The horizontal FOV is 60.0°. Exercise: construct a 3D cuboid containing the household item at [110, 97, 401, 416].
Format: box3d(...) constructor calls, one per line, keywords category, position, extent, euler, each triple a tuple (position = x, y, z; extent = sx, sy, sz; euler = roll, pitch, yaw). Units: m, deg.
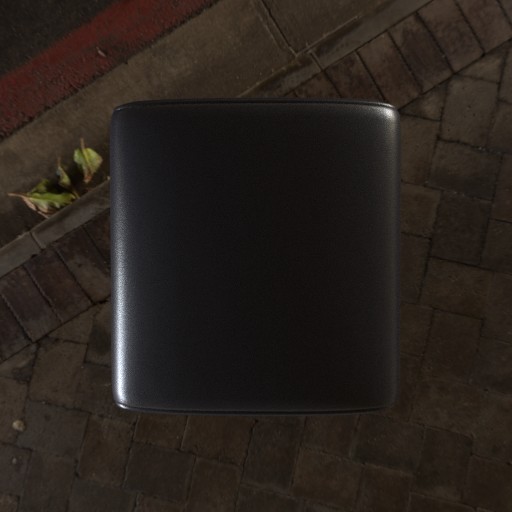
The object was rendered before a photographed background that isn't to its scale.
box3d(category="household item", position=(0.000, 0.000, 0.884), extent=(0.530, 0.410, 0.530), euler=(0, 91, 1))
